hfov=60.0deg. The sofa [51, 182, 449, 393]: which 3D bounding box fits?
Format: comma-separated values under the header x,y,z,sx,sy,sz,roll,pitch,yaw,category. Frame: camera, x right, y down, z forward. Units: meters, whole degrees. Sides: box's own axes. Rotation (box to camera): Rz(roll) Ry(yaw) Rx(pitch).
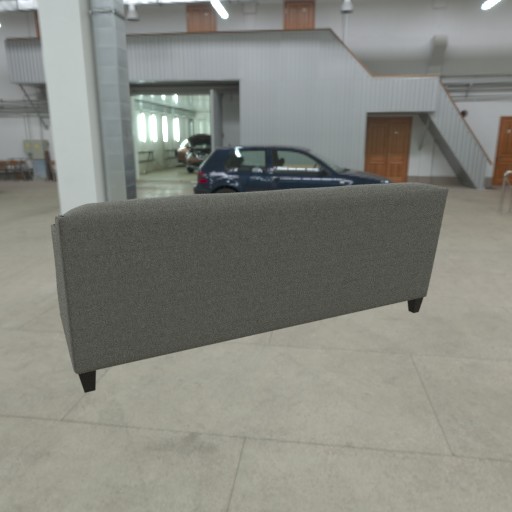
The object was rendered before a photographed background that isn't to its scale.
x,y,z,sx,sy,sz,roll,pitch,yaw,category
0.000,0.000,2.733,2.235,0.901,0.914,-8,17,-27,sofa
